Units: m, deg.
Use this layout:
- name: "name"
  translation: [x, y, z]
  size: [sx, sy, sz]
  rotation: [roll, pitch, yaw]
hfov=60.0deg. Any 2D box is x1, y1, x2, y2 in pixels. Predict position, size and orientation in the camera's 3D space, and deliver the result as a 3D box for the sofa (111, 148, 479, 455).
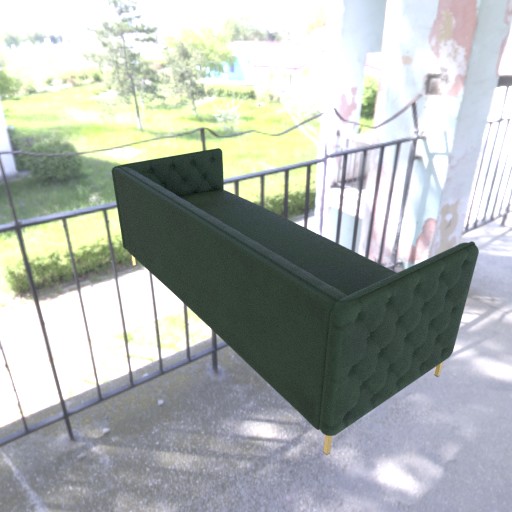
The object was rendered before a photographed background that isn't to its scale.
- name: "sofa"
  translation: [0.000, 0.000, 2.658]
  size: [0.895, 0.771, 2.209]
  rotation: [-19, 33, -32]
